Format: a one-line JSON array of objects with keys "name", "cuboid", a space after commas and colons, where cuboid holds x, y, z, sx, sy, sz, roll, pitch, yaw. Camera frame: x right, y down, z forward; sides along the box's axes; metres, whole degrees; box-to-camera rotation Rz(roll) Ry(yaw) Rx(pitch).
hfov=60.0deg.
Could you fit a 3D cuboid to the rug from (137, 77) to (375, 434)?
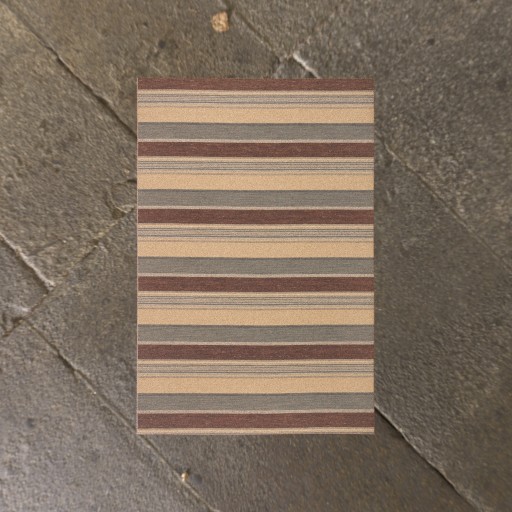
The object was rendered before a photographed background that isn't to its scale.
[{"name": "rug", "cuboid": [0.000, 0.000, 2.276, 1.219, 0.008, 1.829, 0, 90, 0]}]
